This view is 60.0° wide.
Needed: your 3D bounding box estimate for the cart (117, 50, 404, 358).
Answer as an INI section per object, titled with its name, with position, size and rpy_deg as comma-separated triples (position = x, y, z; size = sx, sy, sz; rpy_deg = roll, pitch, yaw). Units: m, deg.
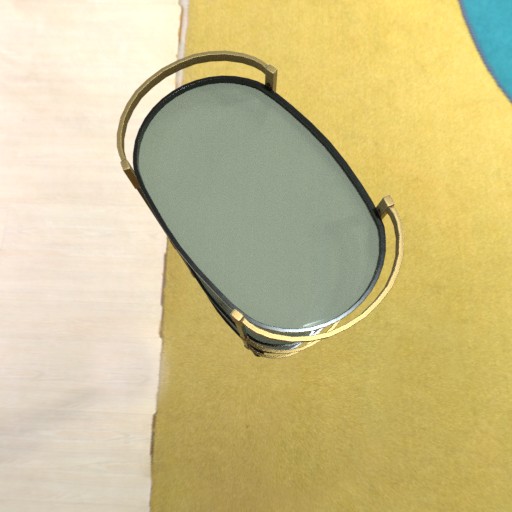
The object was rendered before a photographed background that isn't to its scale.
[cart]
position = 0.000, 0.000, 1.105
size = 0.311, 0.885, 0.515
rpy_deg = -36, 78, -9
